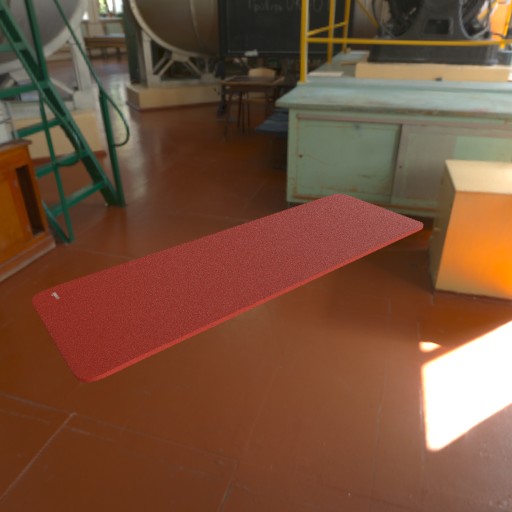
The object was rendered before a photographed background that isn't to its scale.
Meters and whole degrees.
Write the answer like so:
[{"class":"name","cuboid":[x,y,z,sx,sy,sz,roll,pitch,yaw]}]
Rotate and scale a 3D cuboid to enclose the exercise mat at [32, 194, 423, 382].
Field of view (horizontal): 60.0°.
[{"class":"exercise mat","cuboid":[0.000,0.000,2.082,1.869,0.021,0.616,-21,35,-33]}]
